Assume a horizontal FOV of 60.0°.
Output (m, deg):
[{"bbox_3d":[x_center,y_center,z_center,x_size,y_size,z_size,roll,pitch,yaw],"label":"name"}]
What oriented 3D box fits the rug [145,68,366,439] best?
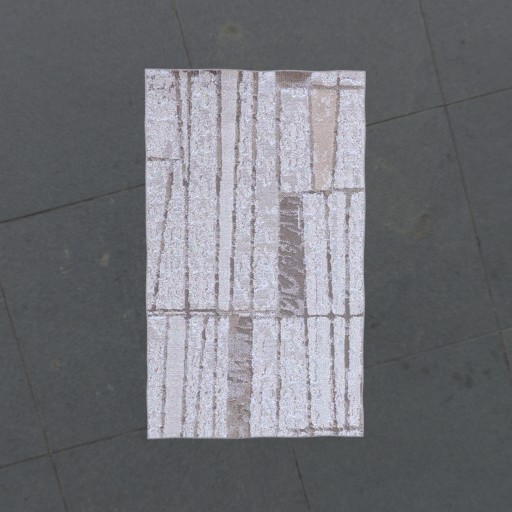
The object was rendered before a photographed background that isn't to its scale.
[{"bbox_3d":[0.000,0.000,1.040,0.515,0.007,0.867,0,92,-2],"label":"rug"}]
